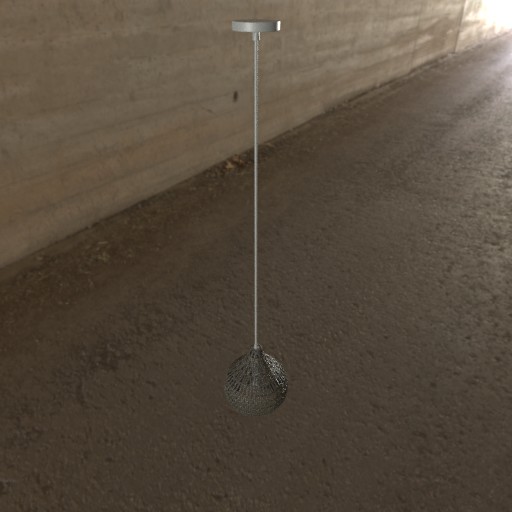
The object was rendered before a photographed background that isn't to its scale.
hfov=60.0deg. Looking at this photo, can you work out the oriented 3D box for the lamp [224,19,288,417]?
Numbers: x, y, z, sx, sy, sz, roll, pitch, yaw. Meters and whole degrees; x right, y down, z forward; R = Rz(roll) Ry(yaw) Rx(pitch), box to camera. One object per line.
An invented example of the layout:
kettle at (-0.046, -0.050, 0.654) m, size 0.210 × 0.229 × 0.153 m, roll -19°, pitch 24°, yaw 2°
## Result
lamp at (0.000, 0.000, 2.043) m, size 0.355 × 1.919 × 0.355 m, roll -1°, pitch 31°, yaw -1°
